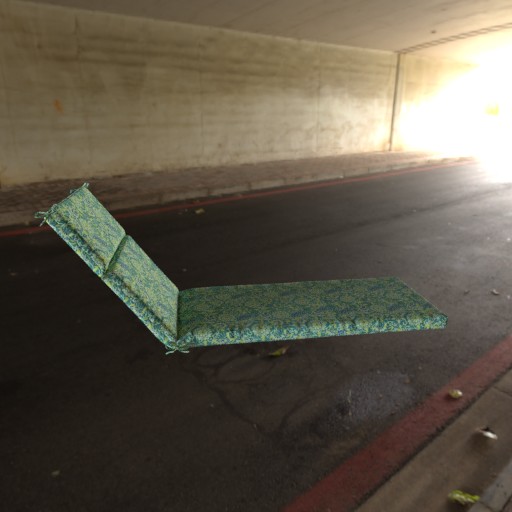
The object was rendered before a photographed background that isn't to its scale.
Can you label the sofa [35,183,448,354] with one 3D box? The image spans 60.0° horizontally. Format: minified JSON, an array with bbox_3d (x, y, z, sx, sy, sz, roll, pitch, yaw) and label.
[{"bbox_3d":[0.000,0.000,2.014,1.663,0.622,0.582,-3,18,-8],"label":"sofa"}]
